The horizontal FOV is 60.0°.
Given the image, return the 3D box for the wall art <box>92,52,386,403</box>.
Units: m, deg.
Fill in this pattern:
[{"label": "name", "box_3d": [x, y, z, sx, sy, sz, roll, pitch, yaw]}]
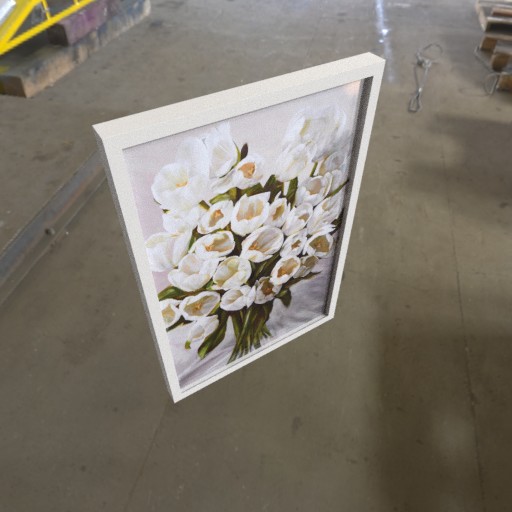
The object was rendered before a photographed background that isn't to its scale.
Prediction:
[{"label": "wall art", "box_3d": [0.000, 0.000, 0.553, 0.293, 0.428, 0.025, -24, 50, -22]}]
